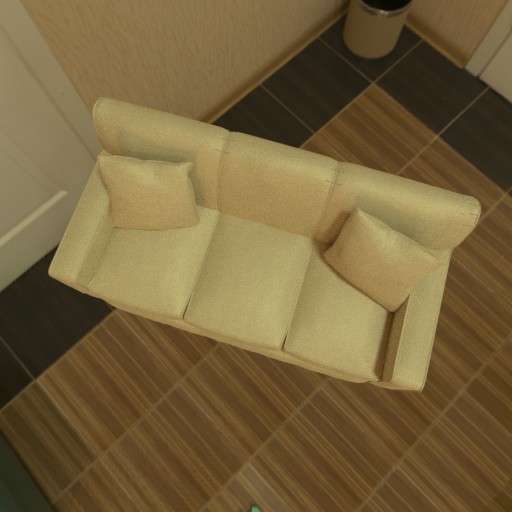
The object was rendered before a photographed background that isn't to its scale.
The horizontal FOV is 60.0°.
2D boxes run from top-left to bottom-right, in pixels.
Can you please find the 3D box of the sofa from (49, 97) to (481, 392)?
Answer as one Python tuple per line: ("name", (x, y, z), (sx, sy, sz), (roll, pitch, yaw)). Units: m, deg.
("sofa", (0.000, 0.000, 2.511), (2.024, 0.958, 0.997), (17, 75, 5))
